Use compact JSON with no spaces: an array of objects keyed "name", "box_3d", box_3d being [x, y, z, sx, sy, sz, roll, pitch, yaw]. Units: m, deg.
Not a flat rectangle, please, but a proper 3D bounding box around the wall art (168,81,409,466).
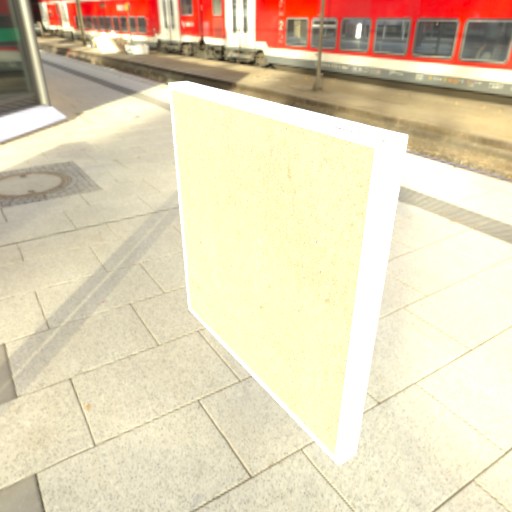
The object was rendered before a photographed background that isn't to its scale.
[{"name":"wall art","box_3d":[0.000,0.000,0.761,0.038,0.508,0.508,-19,34,-30]}]
